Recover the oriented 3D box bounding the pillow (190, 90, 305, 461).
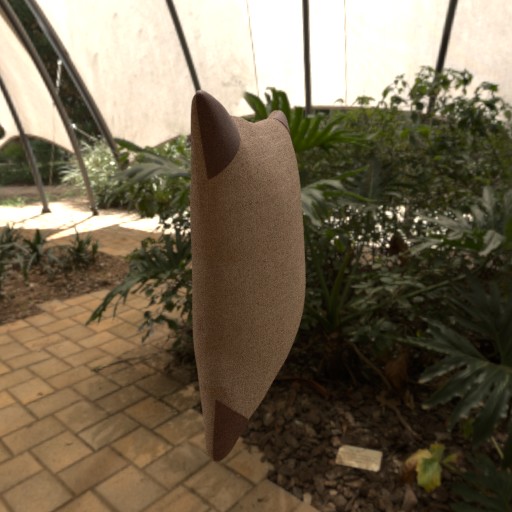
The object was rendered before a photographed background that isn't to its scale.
[{"bbox_3d":[0.000,0.000,0.685,0.147,0.448,0.437,3,16,12],"label":"pillow"}]
